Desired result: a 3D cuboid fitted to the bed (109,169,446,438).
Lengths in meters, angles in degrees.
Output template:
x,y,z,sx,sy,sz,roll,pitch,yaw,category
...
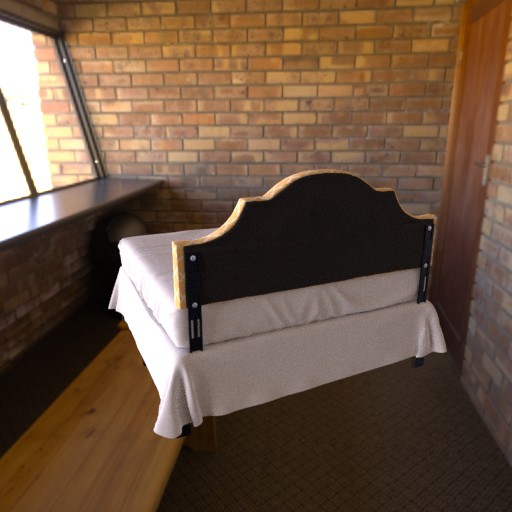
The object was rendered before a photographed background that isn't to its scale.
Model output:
x,y,z,sx,sy,sz,roll,pitch,yaw,category
0.000,0.000,3.785,2.314,1.601,2.222,-8,18,-24,bed
